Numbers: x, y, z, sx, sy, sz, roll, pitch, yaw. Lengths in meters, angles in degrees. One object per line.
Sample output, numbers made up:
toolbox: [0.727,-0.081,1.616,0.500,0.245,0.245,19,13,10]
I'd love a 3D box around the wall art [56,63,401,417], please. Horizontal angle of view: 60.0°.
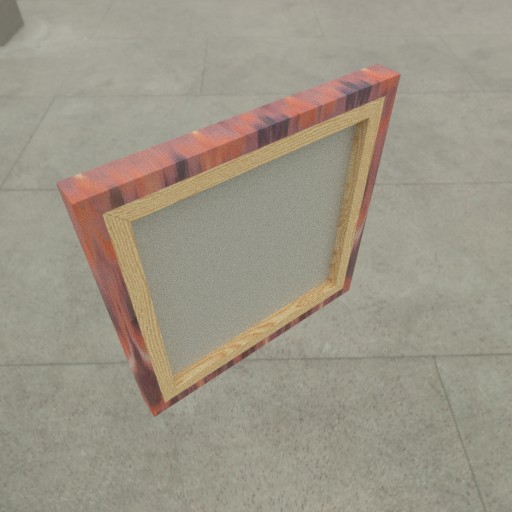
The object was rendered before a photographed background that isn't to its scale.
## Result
wall art: [0.000,0.000,0.601,0.403,0.406,0.038,-28,53,-24]
